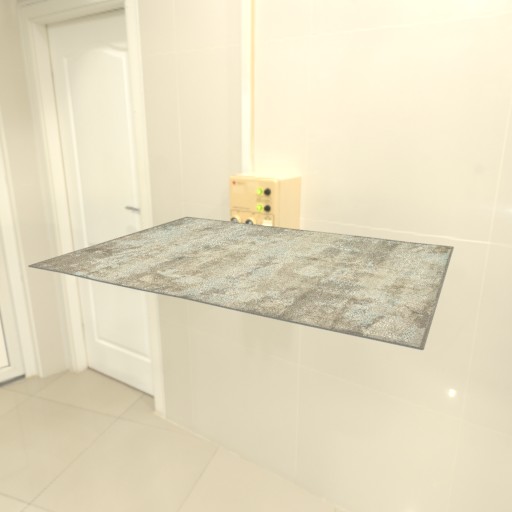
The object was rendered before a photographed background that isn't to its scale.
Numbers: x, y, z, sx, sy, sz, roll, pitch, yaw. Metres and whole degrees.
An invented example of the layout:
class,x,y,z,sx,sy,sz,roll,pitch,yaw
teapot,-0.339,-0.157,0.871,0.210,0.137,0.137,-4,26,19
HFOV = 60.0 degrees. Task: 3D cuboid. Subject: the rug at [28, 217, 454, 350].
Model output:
class,x,y,z,sx,sy,sz,roll,pitch,yaw
rug,0.000,0.000,4.206,3.307,0.013,2.393,8,19,26
